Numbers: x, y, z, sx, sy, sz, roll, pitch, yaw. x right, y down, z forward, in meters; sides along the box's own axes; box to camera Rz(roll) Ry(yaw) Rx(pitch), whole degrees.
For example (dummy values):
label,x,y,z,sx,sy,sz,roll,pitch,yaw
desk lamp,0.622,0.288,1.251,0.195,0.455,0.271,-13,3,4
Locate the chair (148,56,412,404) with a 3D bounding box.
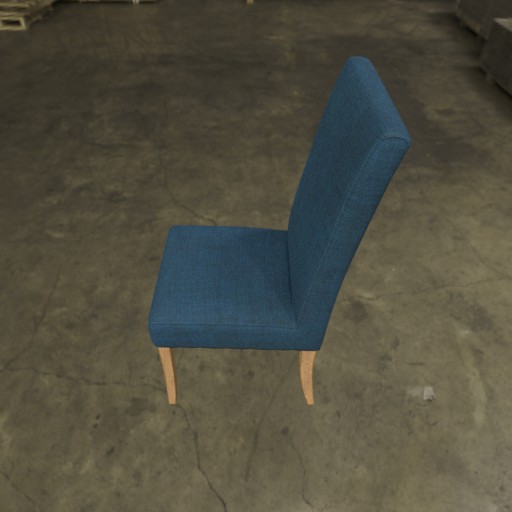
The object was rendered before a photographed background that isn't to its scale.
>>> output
label,x,y,z,sx,sy,sz,roll,pitch,yaw
chair,0.000,0.000,1.342,0.610,1.029,0.450,0,43,0
